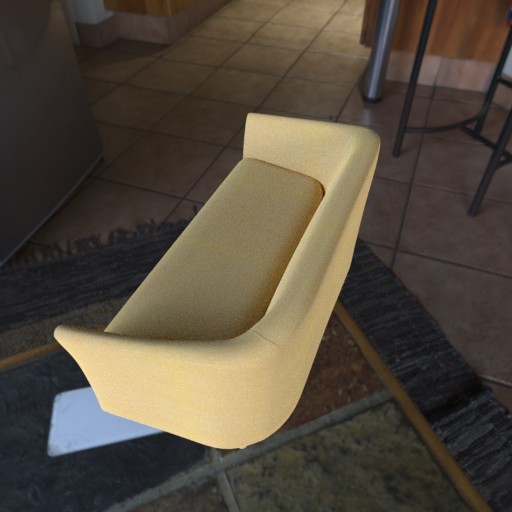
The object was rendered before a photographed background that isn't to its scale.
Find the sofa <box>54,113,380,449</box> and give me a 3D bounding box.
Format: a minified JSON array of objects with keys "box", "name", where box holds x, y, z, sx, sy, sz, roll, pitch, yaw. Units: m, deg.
[{"box":[0.000,0.000,1.827,0.705,0.721,1.452,17,48,16],"name":"sofa"}]
